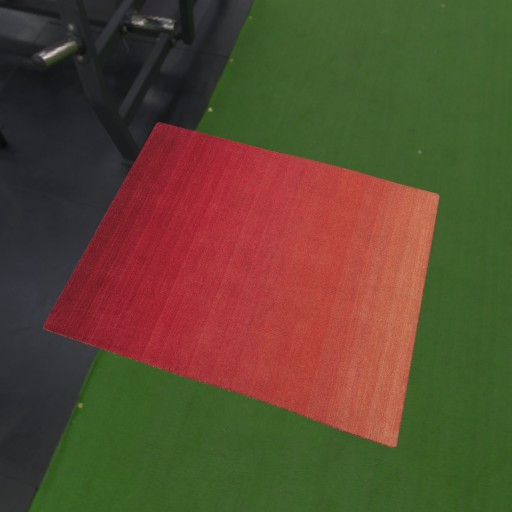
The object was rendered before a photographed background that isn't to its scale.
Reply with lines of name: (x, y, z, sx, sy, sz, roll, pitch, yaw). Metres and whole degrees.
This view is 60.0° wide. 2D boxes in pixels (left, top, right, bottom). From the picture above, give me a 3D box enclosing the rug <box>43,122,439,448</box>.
rug: (0.000, 0.000, 3.904, 2.905, 0.028, 2.340, 16, 65, 8)
